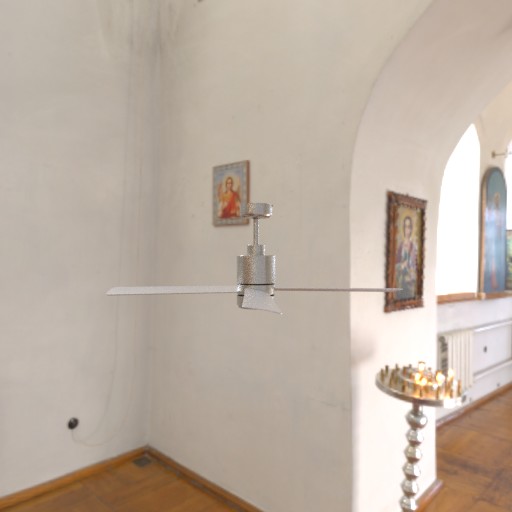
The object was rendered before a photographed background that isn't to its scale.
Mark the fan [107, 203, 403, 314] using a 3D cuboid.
[{"bbox_3d":[0.000,0.000,2.330,1.525,0.539,1.525,0,1,-1],"label":"fan"}]
